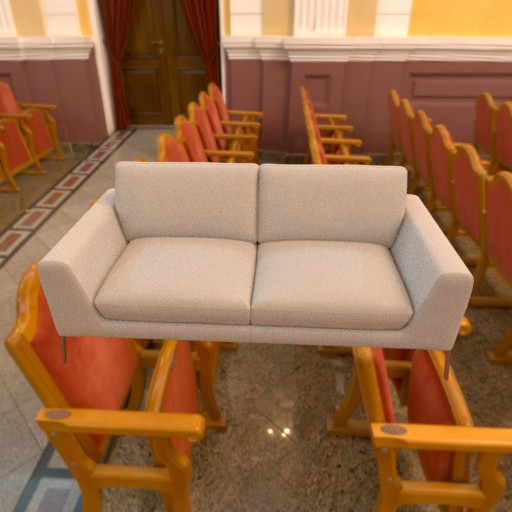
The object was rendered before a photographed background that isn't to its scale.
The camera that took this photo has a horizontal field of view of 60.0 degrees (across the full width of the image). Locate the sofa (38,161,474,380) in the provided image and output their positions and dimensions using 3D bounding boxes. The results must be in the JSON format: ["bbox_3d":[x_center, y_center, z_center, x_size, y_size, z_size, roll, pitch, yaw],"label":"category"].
[{"bbox_3d":[0.000,0.000,2.491,2.017,0.875,0.953,2,30,3],"label":"sofa"}]
